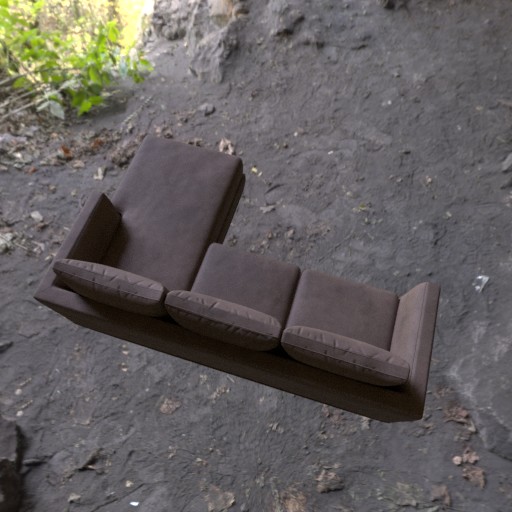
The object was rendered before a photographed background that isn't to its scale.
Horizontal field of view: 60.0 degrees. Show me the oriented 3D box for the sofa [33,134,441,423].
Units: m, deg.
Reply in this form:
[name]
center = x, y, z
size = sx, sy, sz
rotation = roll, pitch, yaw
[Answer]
[sofa]
center = 0.000, 0.000, 3.170
size = 2.438, 0.987, 1.622
rotation = 16, 65, 7
